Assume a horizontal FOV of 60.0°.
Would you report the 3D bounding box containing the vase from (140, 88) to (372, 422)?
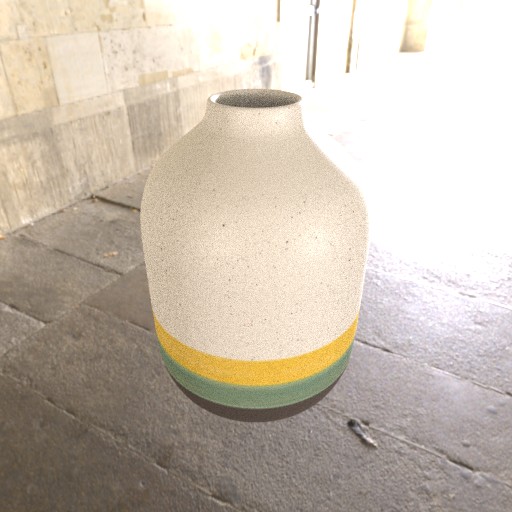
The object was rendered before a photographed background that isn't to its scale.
[{"bbox_3d":[0.000,0.000,0.350,0.169,0.240,0.169,0,31,0],"label":"vase"}]
